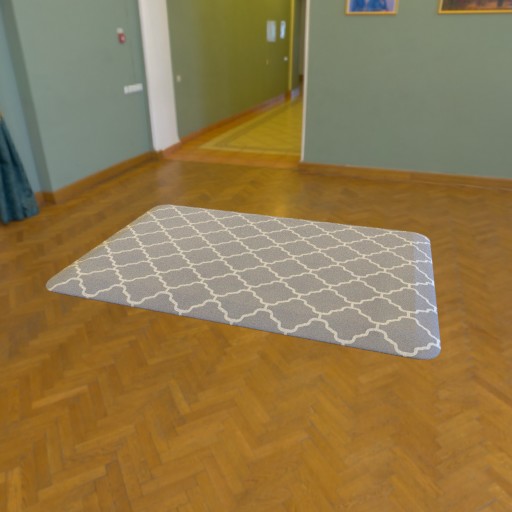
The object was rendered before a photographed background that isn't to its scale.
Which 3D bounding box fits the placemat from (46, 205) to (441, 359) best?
[{"bbox_3d":[0.000,0.000,1.002,0.762,0.021,0.508,8,28,15],"label":"placemat"}]
